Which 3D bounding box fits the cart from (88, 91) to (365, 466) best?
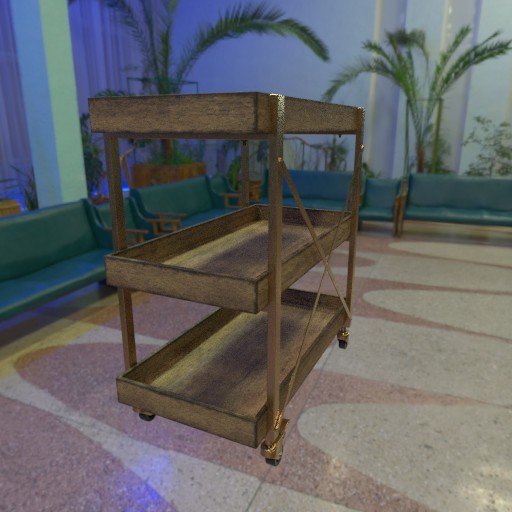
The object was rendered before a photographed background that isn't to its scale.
[{"bbox_3d":[0.000,0.000,1.228,0.416,0.799,0.750,8,18,25],"label":"cart"}]
